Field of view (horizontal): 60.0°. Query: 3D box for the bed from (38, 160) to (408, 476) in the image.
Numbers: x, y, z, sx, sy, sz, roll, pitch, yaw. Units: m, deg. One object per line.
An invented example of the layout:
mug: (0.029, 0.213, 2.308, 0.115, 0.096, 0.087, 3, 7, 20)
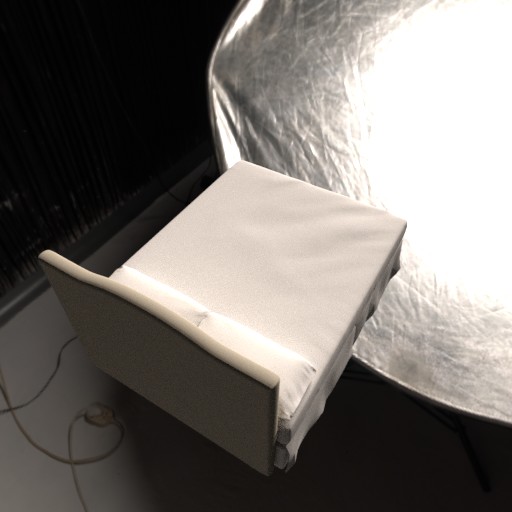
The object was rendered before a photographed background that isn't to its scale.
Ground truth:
bed: (0.000, 0.000, 3.629, 1.977, 1.437, 2.477, 24, 51, 21)
